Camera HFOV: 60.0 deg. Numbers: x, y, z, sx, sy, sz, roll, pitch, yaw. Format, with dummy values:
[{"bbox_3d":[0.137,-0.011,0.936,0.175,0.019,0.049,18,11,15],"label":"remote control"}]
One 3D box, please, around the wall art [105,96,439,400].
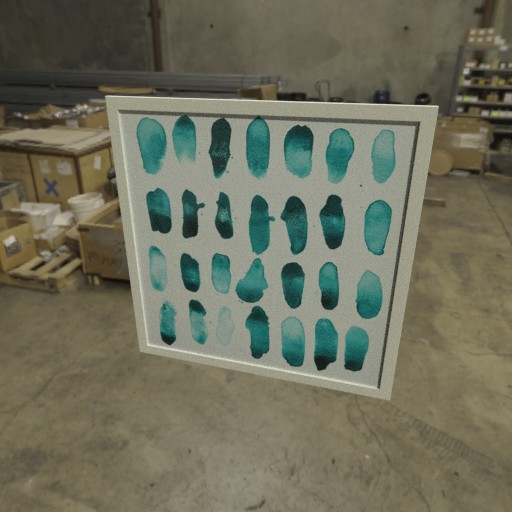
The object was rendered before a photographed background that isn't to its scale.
[{"bbox_3d":[0.000,0.000,1.222,0.812,0.813,0.013,7,26,15],"label":"wall art"}]
